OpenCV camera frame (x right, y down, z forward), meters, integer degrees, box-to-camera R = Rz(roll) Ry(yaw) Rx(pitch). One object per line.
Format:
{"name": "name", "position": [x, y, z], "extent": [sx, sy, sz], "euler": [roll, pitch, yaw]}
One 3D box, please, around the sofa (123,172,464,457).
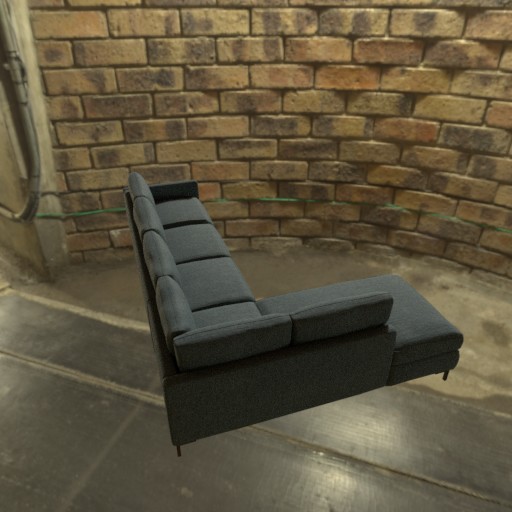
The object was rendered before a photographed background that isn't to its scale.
{"name": "sofa", "position": [0.000, 0.000, 3.879], "extent": [2.007, 0.815, 2.949], "euler": [-10, 33, -16]}
